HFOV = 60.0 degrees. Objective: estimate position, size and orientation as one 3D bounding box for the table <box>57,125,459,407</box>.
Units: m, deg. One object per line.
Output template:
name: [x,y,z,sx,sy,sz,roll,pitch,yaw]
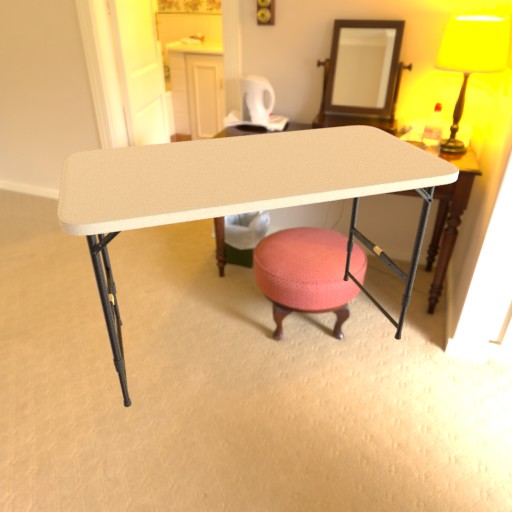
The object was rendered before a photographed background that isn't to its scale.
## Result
table: [0.000,0.000,1.665,1.219,0.737,0.610,-10,32,-16]
